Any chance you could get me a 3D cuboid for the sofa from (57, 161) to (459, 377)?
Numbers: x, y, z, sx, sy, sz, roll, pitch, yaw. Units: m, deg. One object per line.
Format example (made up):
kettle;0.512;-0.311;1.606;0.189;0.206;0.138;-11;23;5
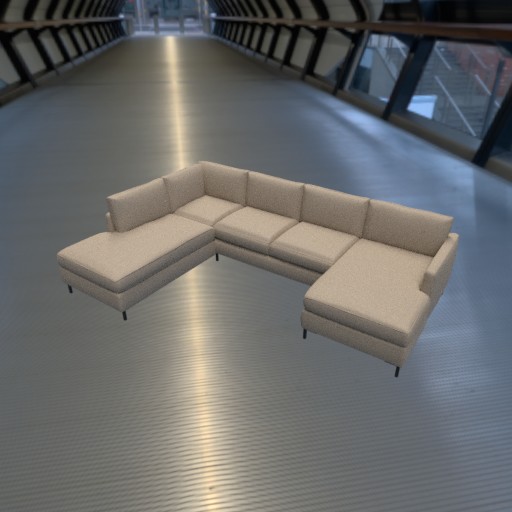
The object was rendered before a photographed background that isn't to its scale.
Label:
sofa;0.000;0.000;3.623;2.737;0.756;1.879;19;34;30
